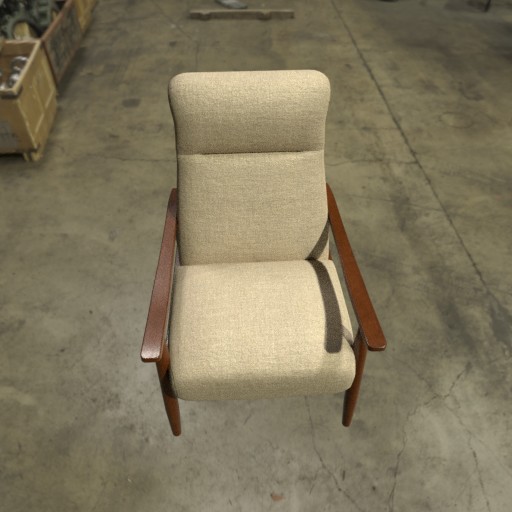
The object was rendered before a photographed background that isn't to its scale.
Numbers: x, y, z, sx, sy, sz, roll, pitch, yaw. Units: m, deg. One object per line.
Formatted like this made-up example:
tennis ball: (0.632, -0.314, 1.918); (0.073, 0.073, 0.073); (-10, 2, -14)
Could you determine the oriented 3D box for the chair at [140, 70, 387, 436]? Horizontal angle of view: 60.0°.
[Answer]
chair: (0.000, 0.000, 1.770); (0.762, 1.082, 1.014); (-2, 45, -2)
